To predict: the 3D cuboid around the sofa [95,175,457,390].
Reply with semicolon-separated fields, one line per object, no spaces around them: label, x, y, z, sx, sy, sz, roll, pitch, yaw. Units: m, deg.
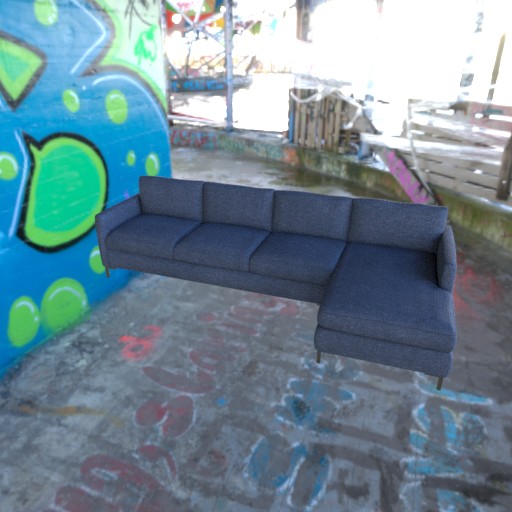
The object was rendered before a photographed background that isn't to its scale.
sofa;0.000;0.000;3.521;2.932;0.810;1.350;9;26;18
